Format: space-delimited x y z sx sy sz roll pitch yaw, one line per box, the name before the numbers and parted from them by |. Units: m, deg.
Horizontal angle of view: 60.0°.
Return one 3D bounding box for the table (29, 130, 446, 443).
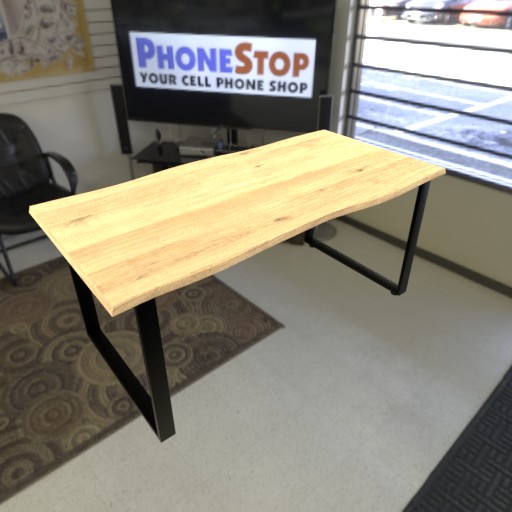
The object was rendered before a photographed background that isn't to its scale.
table | 0.000 0.000 2.280 1.800 0.780 0.900 -23 39 -32
